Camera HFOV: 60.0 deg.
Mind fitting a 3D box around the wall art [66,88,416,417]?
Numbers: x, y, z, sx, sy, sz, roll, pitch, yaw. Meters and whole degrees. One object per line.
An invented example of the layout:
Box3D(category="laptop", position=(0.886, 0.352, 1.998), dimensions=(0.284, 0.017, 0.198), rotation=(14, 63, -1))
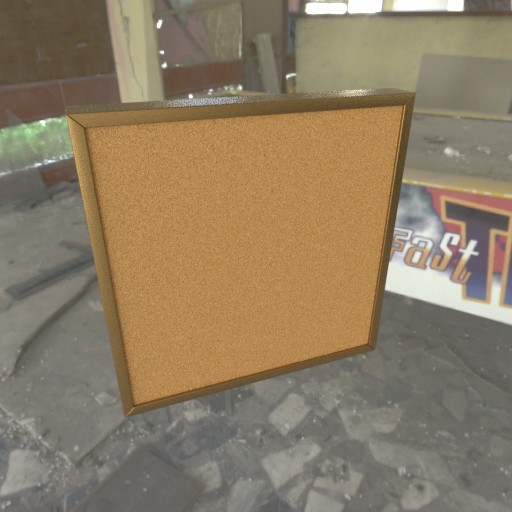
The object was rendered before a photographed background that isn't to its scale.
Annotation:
Box3D(category="wall art", position=(0.000, 0.000, 0.451), dimensions=(0.305, 0.305, 0.037), rotation=(-10, 29, -18))
